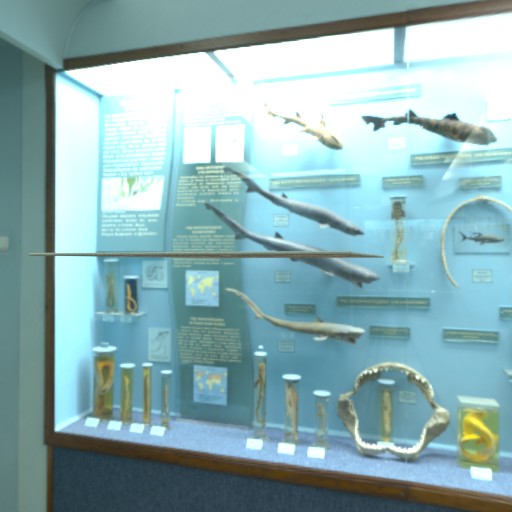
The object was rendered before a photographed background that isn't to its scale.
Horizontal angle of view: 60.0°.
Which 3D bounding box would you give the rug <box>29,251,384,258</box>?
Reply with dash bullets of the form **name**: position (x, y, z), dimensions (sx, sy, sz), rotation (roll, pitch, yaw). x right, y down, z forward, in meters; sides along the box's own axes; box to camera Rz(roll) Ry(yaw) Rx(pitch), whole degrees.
- **rug**: position (0.000, 0.000, 2.947), dimensions (1.526, 0.014, 2.290), rotation (0, -1, 19)
